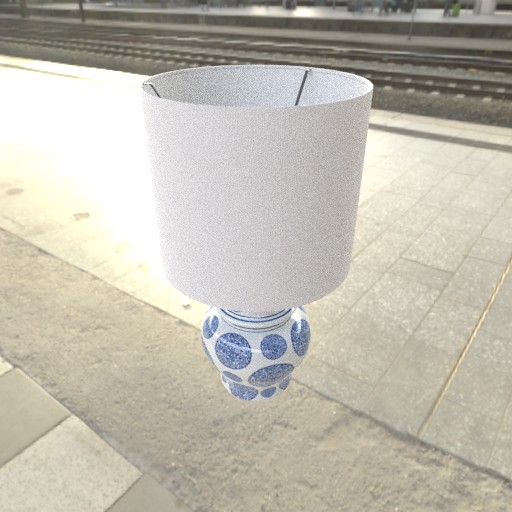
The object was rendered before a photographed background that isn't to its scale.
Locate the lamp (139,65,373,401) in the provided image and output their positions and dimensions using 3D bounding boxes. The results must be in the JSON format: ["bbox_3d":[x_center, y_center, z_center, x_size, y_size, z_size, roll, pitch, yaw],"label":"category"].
[{"bbox_3d":[0.000,0.000,0.513,0.215,0.381,0.215,20,36,29],"label":"lamp"}]
